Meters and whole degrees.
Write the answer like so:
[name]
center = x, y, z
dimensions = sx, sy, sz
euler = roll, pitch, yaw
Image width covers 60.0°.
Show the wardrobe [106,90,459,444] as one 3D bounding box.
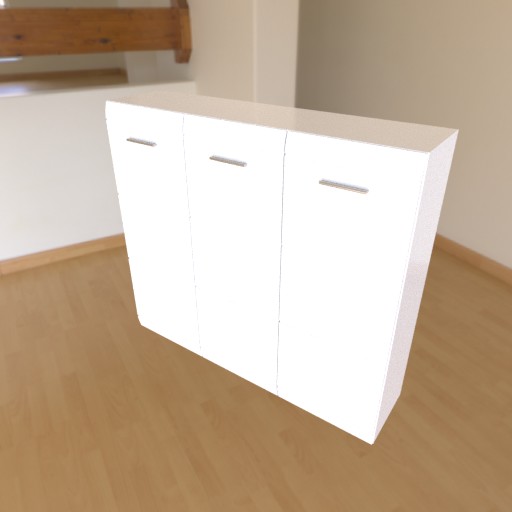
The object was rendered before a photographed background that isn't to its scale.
[wardrobe]
center = 0.000, 0.000, 1.926
dimensions = 1.340, 1.200, 0.360
euler = 19, 34, 30
